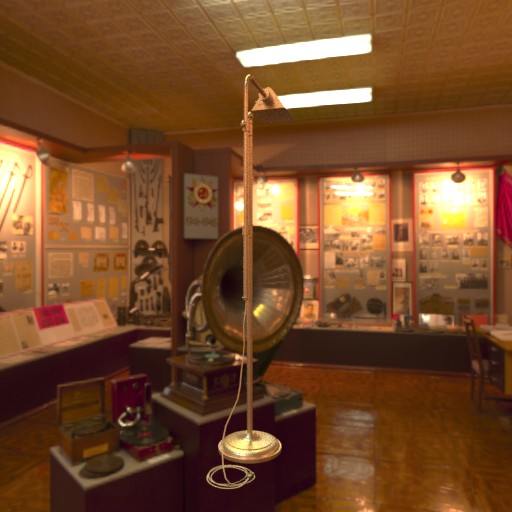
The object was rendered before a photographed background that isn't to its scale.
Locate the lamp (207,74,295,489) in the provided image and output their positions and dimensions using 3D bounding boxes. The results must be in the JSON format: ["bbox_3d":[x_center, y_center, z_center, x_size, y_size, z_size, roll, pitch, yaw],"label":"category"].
[{"bbox_3d":[0.000,0.000,1.886,0.256,1.571,0.813,0,0,17],"label":"lamp"}]
